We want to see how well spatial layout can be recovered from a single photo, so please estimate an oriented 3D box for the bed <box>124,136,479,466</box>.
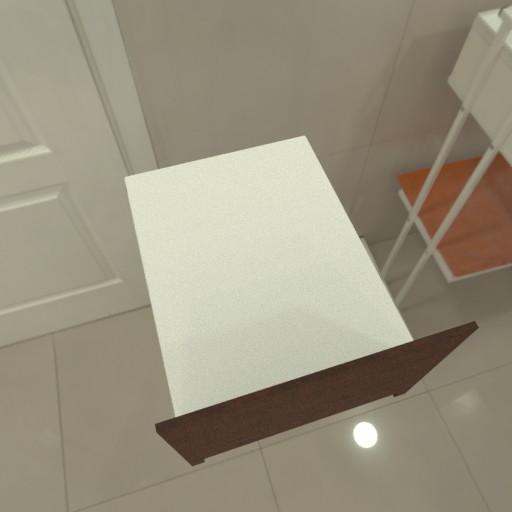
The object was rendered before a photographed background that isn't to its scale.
[{"bbox_3d":[0.000,0.000,3.130,1.600,1.270,2.184,-15,60,-9],"label":"bed"}]
